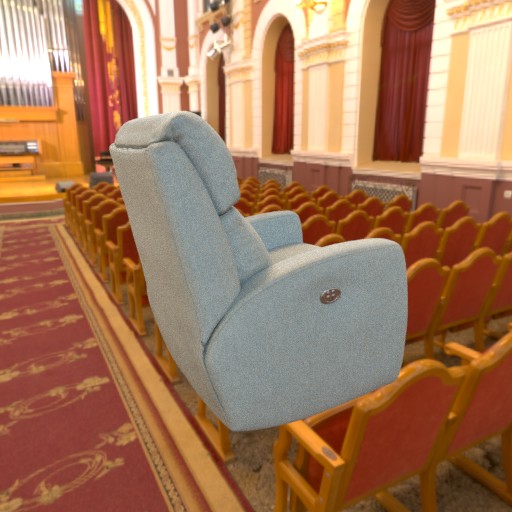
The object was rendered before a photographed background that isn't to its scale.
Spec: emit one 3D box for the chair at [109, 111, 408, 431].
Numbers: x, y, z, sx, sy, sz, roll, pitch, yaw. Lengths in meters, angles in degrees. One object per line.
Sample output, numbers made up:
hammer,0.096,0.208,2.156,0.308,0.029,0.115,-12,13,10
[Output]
chair,0.000,0.000,1.687,0.940,1.016,0.794,-8,17,-26
